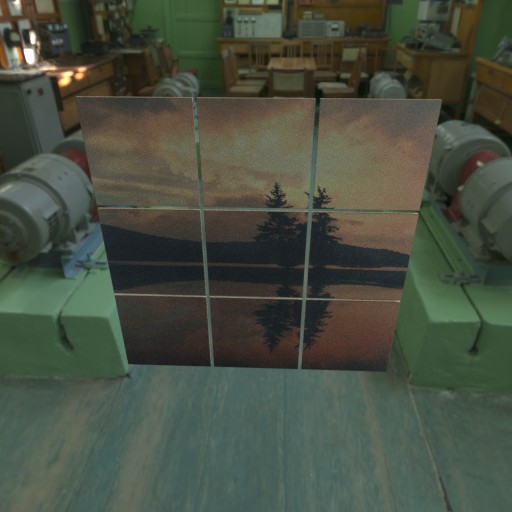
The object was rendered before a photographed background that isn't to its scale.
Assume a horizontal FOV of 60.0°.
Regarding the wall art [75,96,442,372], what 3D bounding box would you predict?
[{"bbox_3d":[0.000,0.000,1.782,1.216,1.218,0.013,1,31,2],"label":"wall art"}]
